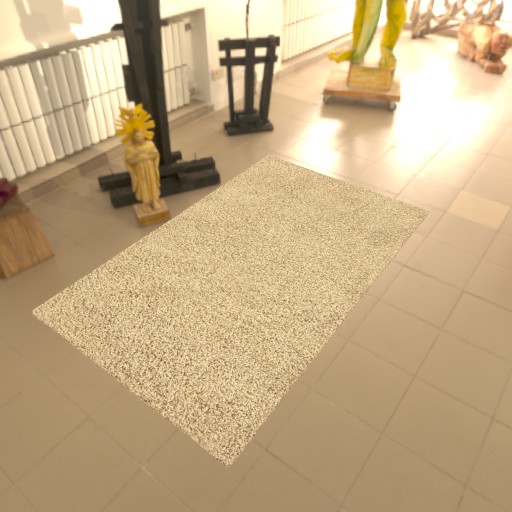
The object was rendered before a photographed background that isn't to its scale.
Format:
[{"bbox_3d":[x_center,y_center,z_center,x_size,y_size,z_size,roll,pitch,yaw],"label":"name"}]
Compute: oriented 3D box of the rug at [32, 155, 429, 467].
[{"bbox_3d":[0.000,0.000,3.029,1.524,0.030,2.438,26,47,27],"label":"rug"}]
